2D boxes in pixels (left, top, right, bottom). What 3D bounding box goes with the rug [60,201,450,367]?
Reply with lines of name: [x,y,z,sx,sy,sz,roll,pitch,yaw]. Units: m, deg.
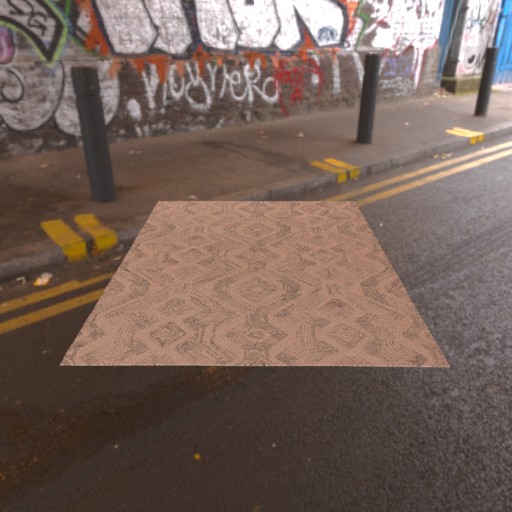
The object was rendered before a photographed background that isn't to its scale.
rug: [0.000,0.000,4.113,2.430,0.030,3.054,0,27,0]
